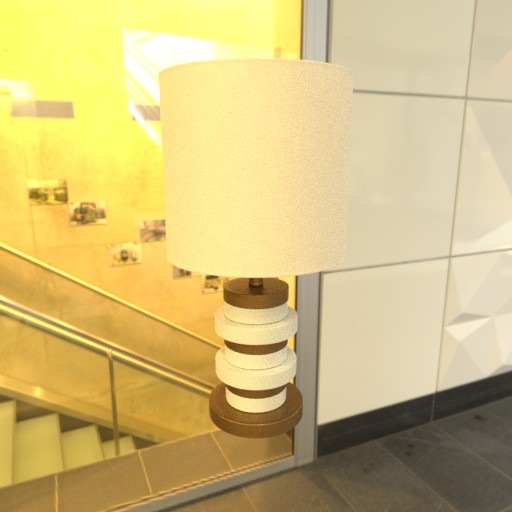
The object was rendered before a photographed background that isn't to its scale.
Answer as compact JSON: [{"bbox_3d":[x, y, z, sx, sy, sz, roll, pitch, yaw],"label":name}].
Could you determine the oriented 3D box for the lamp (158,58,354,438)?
[{"bbox_3d":[0.000,0.000,0.531,0.210,0.410,0.210,-12,18,-42],"label":"lamp"}]
